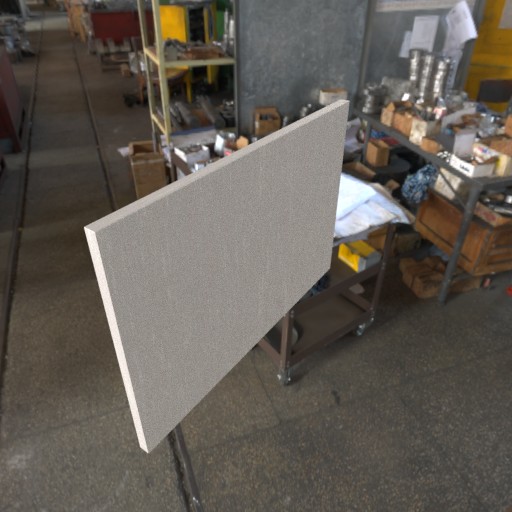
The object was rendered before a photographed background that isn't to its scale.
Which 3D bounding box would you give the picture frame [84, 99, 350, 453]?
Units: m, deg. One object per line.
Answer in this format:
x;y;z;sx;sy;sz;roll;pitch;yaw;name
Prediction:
0.000;0.000;1.236;0.029;0.640;0.950;22;40;29;picture frame
